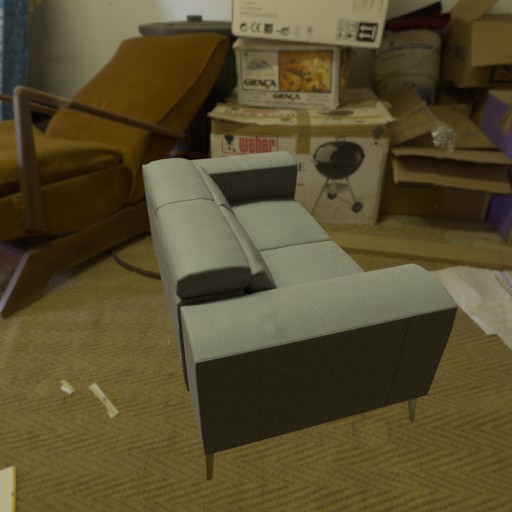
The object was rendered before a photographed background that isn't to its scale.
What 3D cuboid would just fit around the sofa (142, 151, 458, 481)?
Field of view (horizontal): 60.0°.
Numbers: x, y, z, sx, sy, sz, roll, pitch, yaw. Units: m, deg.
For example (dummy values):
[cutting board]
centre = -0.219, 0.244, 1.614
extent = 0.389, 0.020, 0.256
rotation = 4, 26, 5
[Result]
[sofa]
centre = 0.000, 0.000, 2.372
extent = 1.003, 0.779, 1.895
rotation = -9, 32, -15
